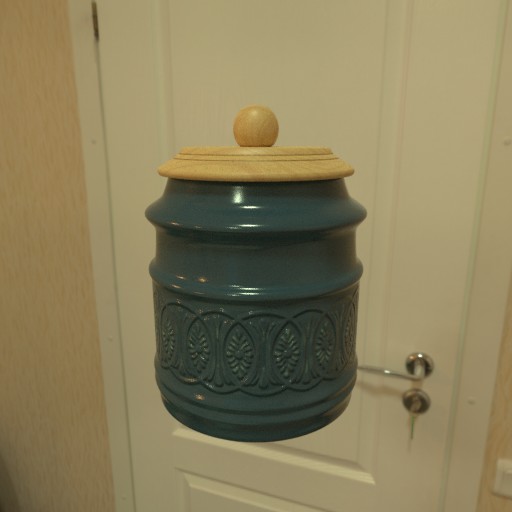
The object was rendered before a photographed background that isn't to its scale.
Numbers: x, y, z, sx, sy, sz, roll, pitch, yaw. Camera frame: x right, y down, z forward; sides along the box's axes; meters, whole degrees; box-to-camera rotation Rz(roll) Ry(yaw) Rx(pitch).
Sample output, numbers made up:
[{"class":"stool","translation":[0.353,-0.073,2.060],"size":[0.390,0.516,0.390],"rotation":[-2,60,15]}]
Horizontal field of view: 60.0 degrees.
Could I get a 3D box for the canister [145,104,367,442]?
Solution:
[{"class":"canister","translation":[0.000,0.000,0.273],"size":[0.130,0.176,0.130],"rotation":[0,14,0]}]
